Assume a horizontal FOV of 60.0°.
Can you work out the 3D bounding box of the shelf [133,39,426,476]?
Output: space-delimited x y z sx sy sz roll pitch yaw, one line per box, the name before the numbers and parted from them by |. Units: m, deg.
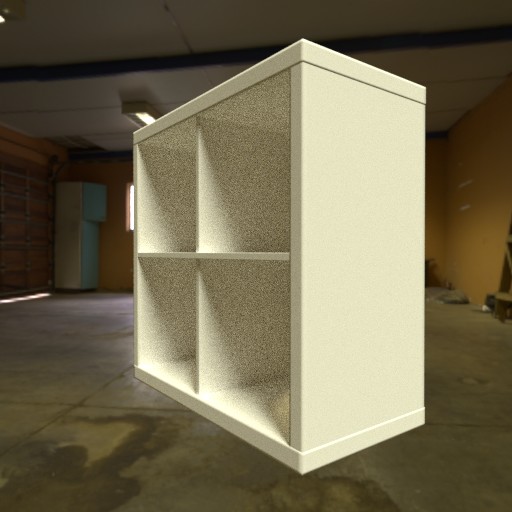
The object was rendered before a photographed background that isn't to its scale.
shelf | 0.000 0.000 1.229 0.390 0.786 0.790 0 1 -37
